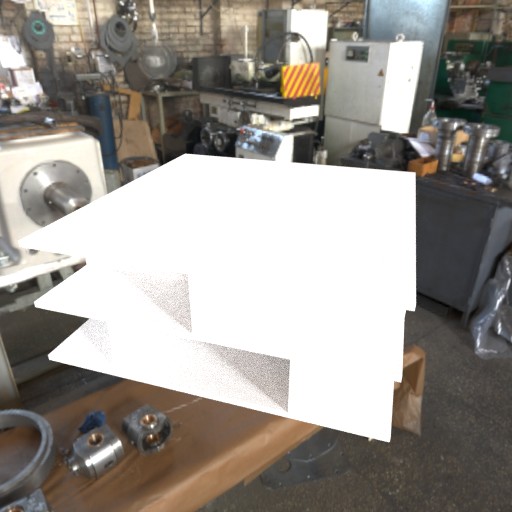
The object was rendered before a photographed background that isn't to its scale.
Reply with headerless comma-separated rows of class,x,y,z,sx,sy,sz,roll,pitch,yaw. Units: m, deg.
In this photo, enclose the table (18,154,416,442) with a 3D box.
table,0.000,0.000,1.086,0.700,0.289,0.700,8,28,16
